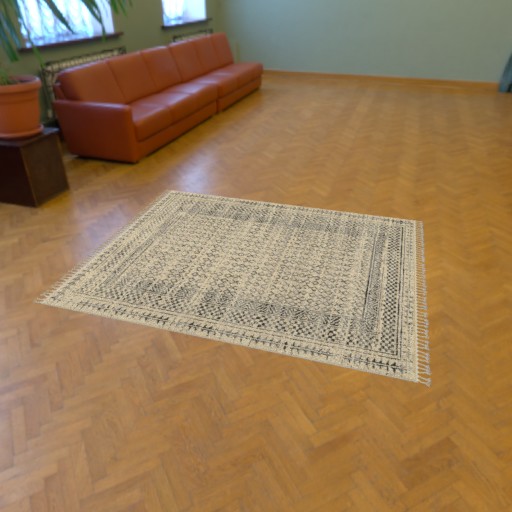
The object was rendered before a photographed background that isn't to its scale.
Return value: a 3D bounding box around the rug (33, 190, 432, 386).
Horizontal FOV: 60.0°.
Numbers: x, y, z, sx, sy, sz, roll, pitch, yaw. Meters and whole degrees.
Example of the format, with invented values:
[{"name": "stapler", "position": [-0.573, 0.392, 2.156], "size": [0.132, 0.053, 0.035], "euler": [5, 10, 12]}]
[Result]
[{"name": "rug", "position": [0.000, 0.000, 3.994], "size": [2.940, 0.013, 2.312], "euler": [9, 32, 14]}]
